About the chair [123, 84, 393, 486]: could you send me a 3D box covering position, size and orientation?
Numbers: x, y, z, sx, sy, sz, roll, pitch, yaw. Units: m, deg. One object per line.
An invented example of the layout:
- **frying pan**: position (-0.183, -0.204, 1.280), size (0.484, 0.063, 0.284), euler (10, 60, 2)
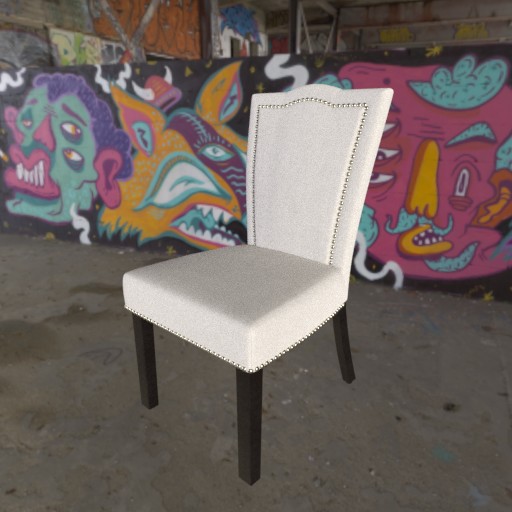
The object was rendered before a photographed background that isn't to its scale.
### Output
- **chair**: position (0.000, 0.000, 1.272), size (0.518, 0.946, 0.589), euler (16, 23, 41)
